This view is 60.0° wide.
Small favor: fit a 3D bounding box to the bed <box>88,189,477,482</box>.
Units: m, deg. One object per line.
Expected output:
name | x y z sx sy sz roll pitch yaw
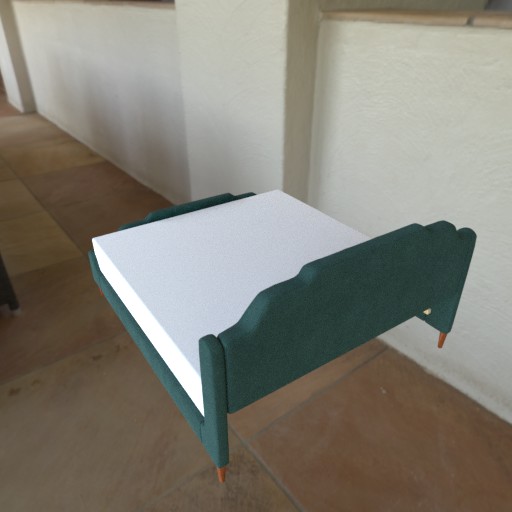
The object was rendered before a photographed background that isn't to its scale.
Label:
bed | 0.000 0.000 3.534 2.074 1.245 2.340 -19 35 -29
